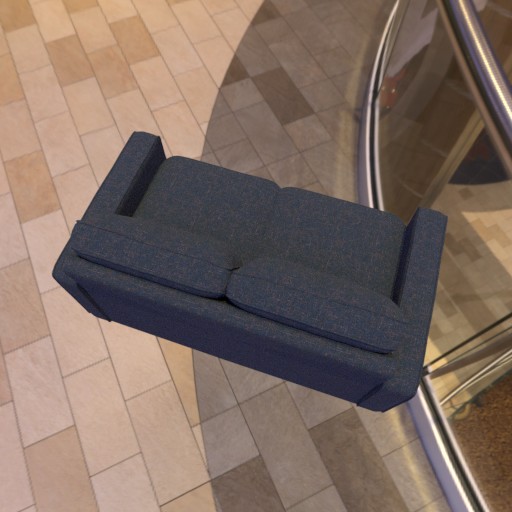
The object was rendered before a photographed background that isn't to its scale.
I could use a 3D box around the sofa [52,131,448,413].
[{"bbox_3d":[0.000,0.000,2.230,1.709,0.918,0.947,17,65,8],"label":"sofa"}]
